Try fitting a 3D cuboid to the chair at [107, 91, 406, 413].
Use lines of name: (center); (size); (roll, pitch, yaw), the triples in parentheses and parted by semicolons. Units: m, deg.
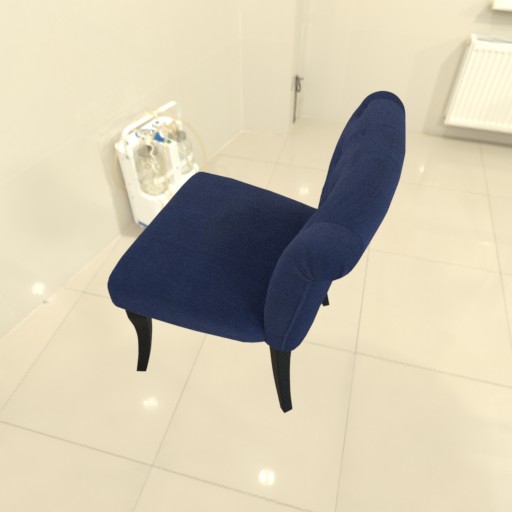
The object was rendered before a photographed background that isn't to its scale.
chair: (0.000, 0.000, 1.183); (0.606, 0.753, 0.585); (16, 48, 15)
